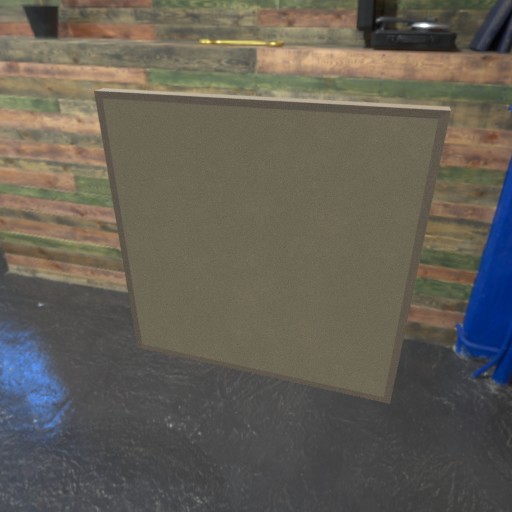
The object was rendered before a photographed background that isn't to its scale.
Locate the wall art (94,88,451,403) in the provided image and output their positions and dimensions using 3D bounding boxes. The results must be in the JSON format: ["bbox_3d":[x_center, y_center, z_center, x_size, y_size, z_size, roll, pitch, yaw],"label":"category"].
[{"bbox_3d":[0.000,0.000,1.114,0.761,0.758,0.038,9,30,15],"label":"wall art"}]
